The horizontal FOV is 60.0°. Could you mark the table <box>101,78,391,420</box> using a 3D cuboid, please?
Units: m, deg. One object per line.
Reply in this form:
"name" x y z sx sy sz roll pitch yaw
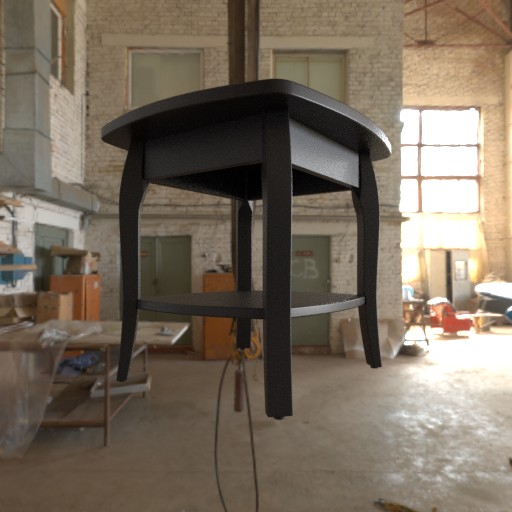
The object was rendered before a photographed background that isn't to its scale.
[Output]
"table" 0.000 0.000 0.863 0.457 0.457 0.508 -1 -1 35
